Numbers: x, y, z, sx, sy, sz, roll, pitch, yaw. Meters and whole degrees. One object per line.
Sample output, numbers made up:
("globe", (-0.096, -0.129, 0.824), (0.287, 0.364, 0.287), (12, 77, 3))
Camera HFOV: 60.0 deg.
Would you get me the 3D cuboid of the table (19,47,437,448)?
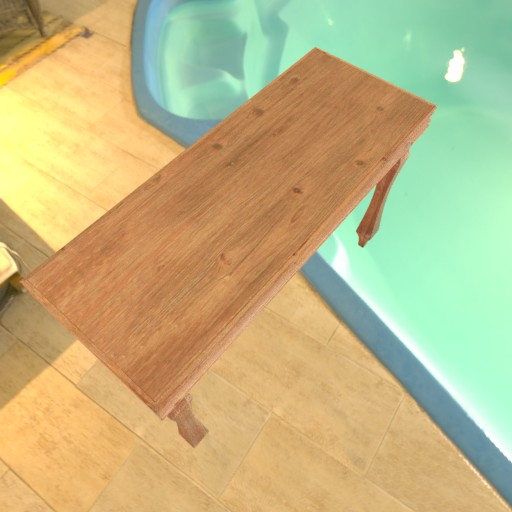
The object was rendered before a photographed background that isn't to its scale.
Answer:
("table", (0.000, 0.000, 1.721), (0.522, 0.873, 1.330), (36, 65, 20))
